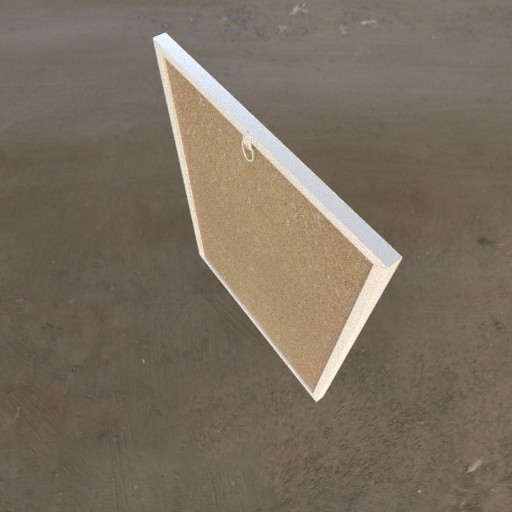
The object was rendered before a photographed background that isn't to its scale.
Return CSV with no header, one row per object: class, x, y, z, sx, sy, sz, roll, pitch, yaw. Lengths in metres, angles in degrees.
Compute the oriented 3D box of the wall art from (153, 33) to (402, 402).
wall art,0.000,0.000,1.387,0.042,1.056,0.805,-33,65,-18
